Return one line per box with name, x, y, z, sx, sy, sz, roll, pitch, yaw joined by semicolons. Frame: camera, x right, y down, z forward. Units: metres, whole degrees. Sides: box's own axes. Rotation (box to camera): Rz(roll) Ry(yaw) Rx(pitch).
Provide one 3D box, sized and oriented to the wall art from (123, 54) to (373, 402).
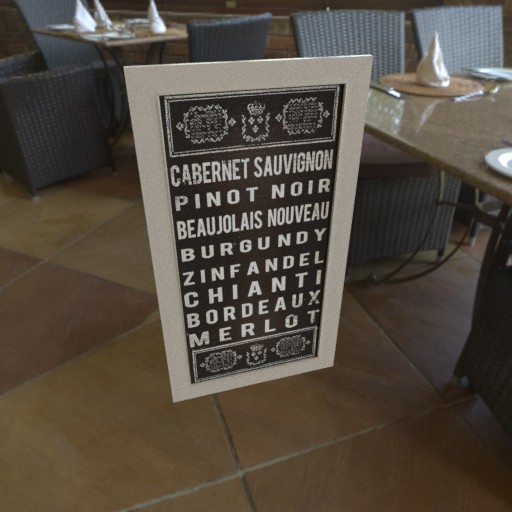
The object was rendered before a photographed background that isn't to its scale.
wall art;0.000;0.000;0.837;0.380;0.683;0.013;-9;33;-14
